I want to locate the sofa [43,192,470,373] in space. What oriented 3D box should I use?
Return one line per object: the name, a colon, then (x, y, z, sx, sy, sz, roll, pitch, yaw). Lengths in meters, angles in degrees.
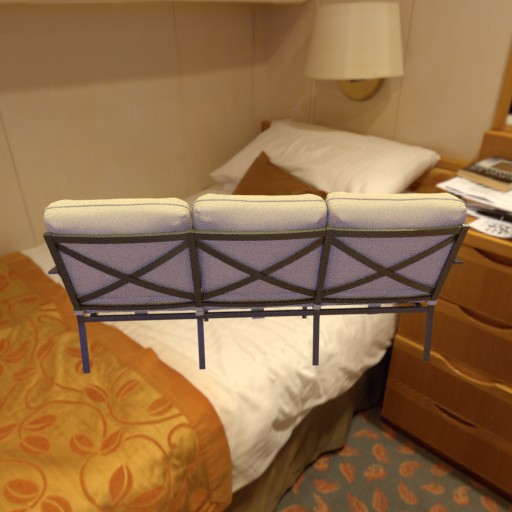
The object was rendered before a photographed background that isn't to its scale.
sofa: (0.000, 0.000, 2.217, 1.740, 0.860, 0.787, -1, 29, -2)
